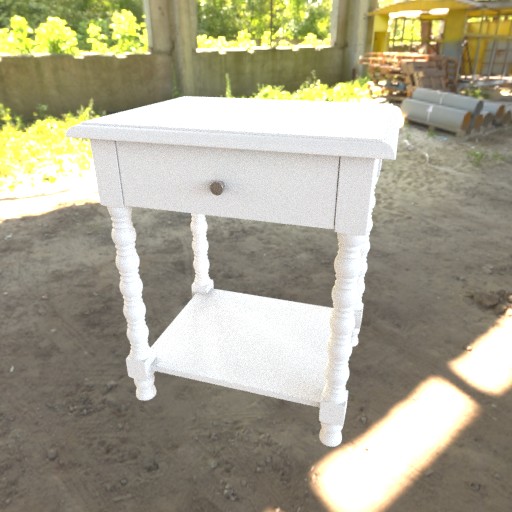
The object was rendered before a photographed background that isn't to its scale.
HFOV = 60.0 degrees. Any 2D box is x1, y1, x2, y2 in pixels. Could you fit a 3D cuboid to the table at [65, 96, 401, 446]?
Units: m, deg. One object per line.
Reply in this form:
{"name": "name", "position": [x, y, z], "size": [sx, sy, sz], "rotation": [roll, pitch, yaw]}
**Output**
{"name": "table", "position": [0.000, 0.000, 0.850], "size": [0.460, 0.531, 0.381], "rotation": [8, 27, 16]}
